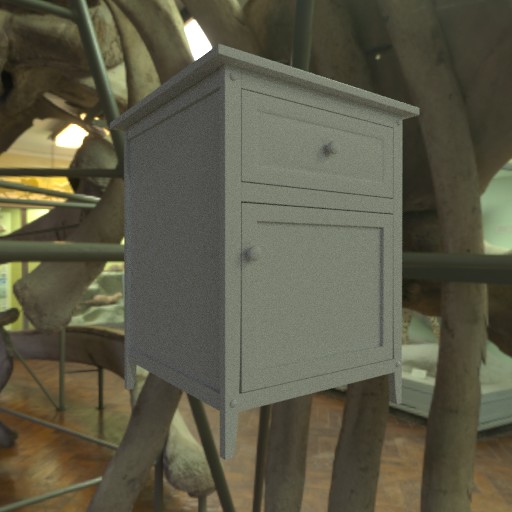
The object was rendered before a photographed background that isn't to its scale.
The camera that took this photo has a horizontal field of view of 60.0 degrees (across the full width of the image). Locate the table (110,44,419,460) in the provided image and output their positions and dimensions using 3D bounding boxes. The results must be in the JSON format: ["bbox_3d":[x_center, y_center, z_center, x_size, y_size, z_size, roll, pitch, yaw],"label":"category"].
[{"bbox_3d":[0.000,0.000,0.765,0.381,0.483,0.381,0,1,-36],"label":"table"}]
